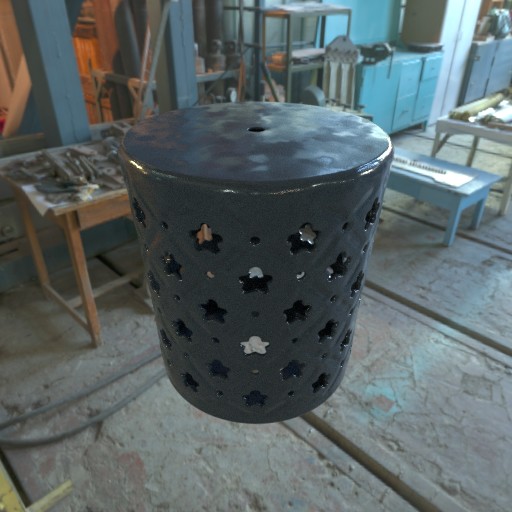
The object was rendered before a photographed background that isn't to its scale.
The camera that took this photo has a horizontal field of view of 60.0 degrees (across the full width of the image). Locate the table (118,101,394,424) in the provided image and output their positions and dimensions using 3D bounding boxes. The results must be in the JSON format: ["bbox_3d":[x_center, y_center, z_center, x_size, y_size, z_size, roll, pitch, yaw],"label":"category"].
[{"bbox_3d":[0.000,0.000,0.676,0.352,0.387,0.352,0,32,0],"label":"table"}]
